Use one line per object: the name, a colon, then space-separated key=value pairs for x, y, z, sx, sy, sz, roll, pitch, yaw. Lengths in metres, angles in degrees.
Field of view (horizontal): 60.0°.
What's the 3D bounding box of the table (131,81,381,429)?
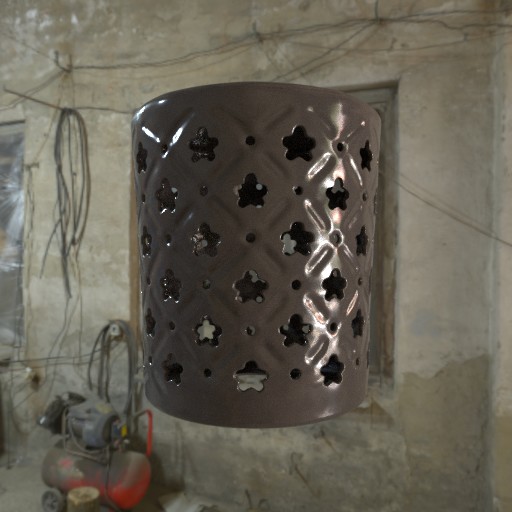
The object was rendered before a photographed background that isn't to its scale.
table: x=0.000 y=0.000 z=0.648 sx=0.352 sy=0.387 sz=0.352 roll=0 pitch=1 yaw=0
